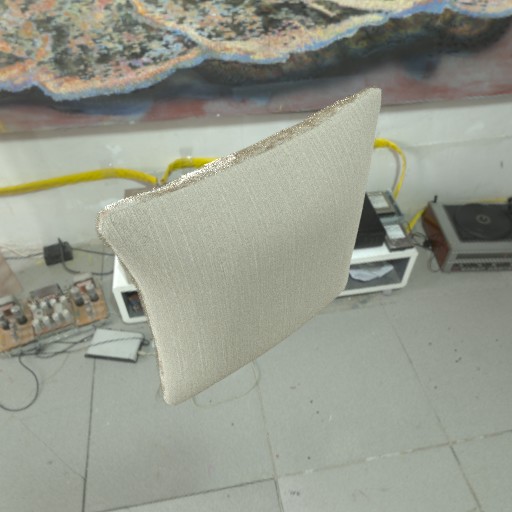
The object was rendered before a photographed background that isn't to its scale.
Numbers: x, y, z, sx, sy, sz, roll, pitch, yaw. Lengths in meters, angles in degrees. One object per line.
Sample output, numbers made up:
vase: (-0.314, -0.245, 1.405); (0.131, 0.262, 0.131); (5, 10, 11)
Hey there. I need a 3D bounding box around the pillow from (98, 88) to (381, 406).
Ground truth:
pillow: (0.000, 0.000, 0.830); (0.538, 0.525, 0.216); (-31, 53, -27)
